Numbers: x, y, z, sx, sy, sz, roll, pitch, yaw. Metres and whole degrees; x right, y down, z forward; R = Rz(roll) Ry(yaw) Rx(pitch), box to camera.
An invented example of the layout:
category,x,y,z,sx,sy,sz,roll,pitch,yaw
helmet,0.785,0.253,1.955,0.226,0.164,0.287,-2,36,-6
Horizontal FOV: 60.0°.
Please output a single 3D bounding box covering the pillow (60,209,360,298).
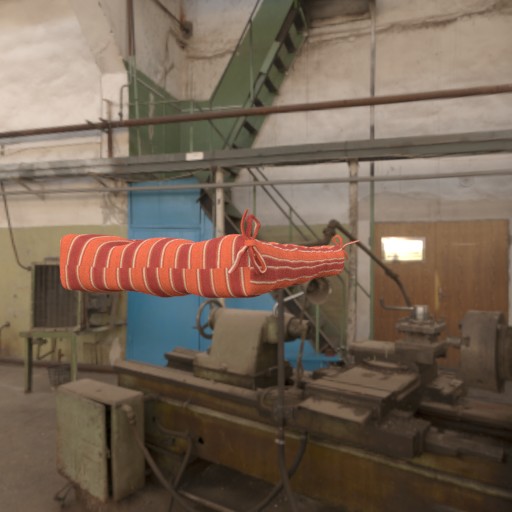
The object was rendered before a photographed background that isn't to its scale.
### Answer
category,x,y,z,sx,sy,sz,roll,pitch,yaw
pillow,0.000,0.000,1.360,0.511,0.174,1.194,0,0,19
